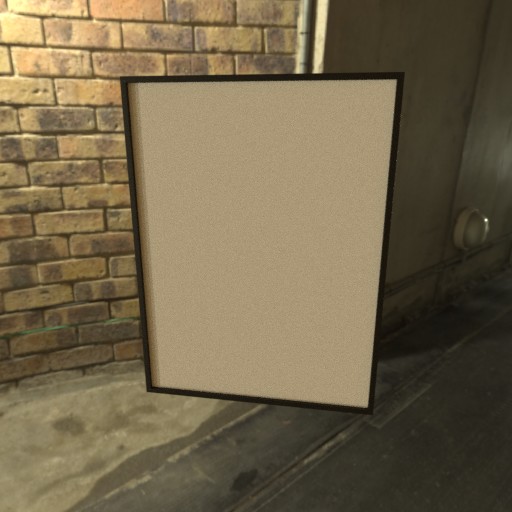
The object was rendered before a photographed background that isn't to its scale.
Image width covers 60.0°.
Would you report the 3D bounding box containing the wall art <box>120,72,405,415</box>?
[{"bbox_3d":[0.000,0.000,1.408,0.802,1.070,0.036,3,18,9],"label":"wall art"}]
